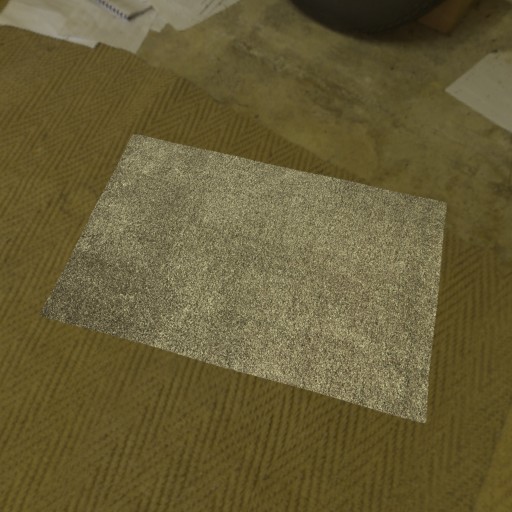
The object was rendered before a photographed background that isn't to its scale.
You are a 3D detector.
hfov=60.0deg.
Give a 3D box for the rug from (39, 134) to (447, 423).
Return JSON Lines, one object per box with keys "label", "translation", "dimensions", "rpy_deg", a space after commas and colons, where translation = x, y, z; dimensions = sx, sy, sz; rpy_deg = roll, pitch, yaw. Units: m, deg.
{"label": "rug", "translation": [0.000, 0.000, 2.908], "dimensions": [2.352, 0.025, 1.501], "rpy_deg": [14, 64, 7]}
